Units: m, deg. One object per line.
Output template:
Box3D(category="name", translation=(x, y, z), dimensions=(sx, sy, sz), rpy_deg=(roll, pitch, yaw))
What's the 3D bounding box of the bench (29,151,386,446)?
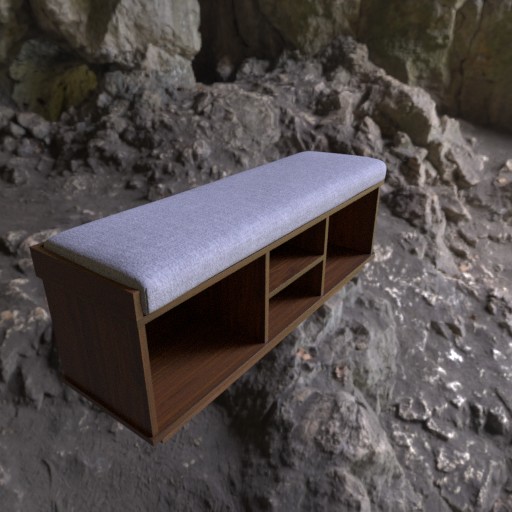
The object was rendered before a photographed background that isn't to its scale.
Box3D(category="bench", translation=(0.000, 0.000, 1.402), dimensions=(0.367, 0.468, 1.196), rpy_deg=(17, 30, 32))
